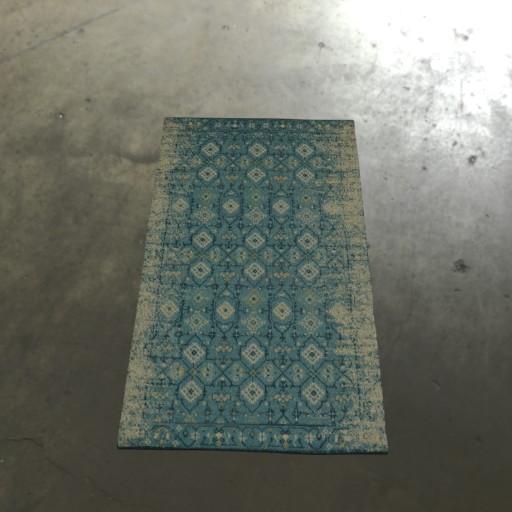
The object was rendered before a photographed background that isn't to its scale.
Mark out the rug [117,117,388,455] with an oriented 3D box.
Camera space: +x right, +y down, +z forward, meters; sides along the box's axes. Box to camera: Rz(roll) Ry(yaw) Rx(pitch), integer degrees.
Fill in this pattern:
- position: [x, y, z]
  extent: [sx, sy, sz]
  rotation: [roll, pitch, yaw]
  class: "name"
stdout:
- position: [0.000, 0.000, 3.005]
  extent: [1.530, 0.015, 2.449]
  rotation: [1, 64, 0]
  class: "rug"
